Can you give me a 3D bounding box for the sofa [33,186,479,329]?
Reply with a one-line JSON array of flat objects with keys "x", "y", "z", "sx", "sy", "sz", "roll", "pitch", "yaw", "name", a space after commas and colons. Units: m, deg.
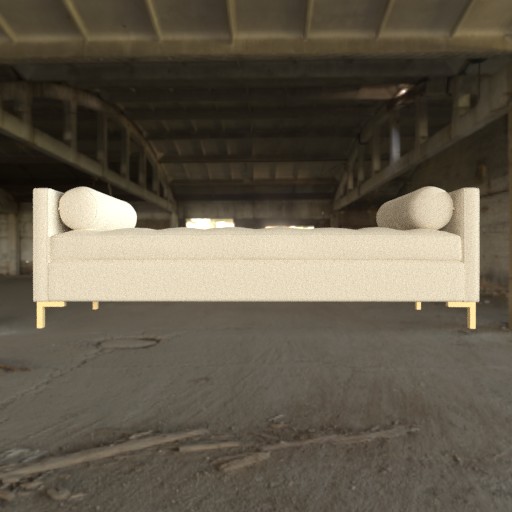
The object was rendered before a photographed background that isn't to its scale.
[{"x": 0.000, "y": 0.000, "z": 2.309, "sx": 1.985, "sy": 0.641, "sz": 0.746, "roll": 0, "pitch": 0, "yaw": 0, "name": "sofa"}]
